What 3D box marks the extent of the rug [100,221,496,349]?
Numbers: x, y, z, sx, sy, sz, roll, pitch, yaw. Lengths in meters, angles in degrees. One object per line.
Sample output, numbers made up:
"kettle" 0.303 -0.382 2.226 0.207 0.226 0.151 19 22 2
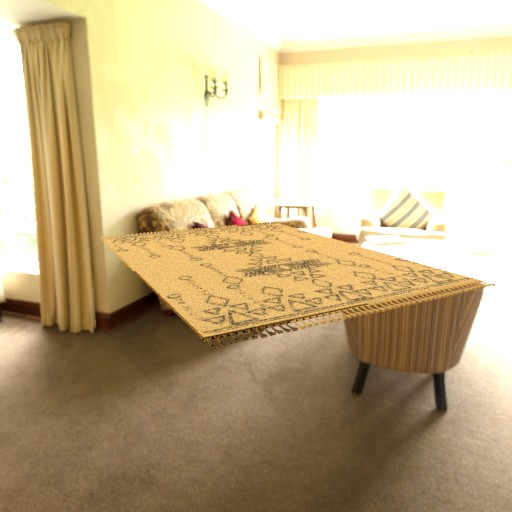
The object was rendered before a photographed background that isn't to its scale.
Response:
"rug" 0.000 0.000 2.923 1.600 0.013 2.312 -7 15 -27
